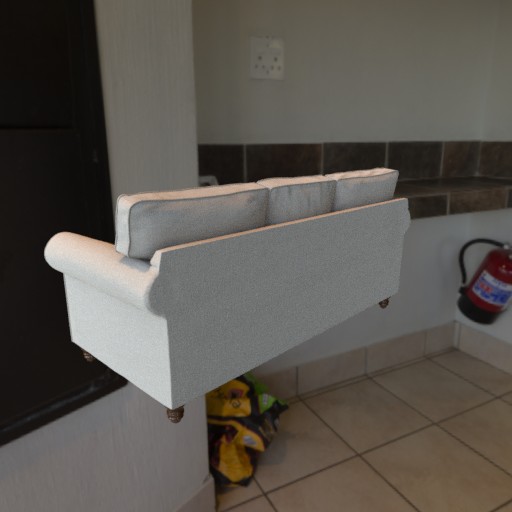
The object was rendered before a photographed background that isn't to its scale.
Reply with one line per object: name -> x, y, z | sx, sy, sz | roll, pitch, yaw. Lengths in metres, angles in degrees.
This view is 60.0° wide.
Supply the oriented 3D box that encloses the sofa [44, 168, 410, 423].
sofa -> 0.000, 0.000, 2.604 | 0.916, 0.961, 2.084 | 14, 21, 42
